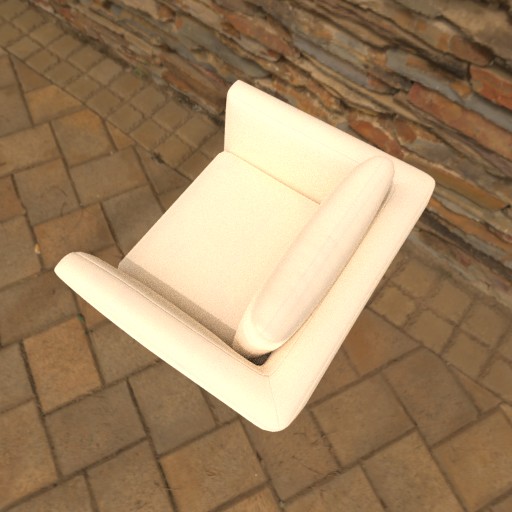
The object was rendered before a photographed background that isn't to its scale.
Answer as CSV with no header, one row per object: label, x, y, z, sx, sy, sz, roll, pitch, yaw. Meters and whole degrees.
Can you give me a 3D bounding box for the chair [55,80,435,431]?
chair,0.000,0.000,1.716,0.889,0.865,1.041,32,68,14
